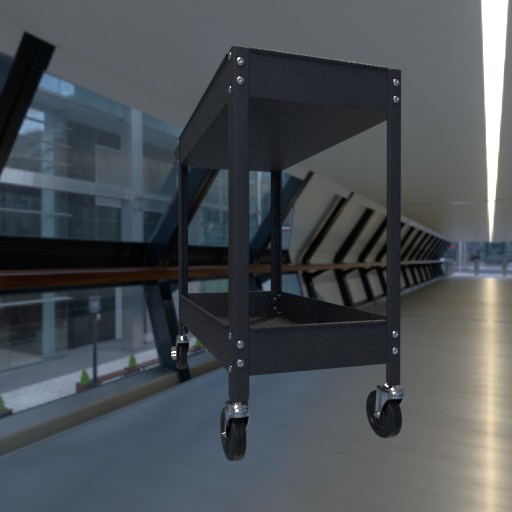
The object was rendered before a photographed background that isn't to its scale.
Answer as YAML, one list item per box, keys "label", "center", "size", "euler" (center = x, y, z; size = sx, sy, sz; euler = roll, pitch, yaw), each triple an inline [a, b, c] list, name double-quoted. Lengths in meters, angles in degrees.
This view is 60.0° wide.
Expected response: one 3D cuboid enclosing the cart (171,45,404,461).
- label: "cart"
  center: [0.000, 0.000, 1.159]
  size: [0.366, 0.719, 0.779]
  euler: [0, 1, -18]
